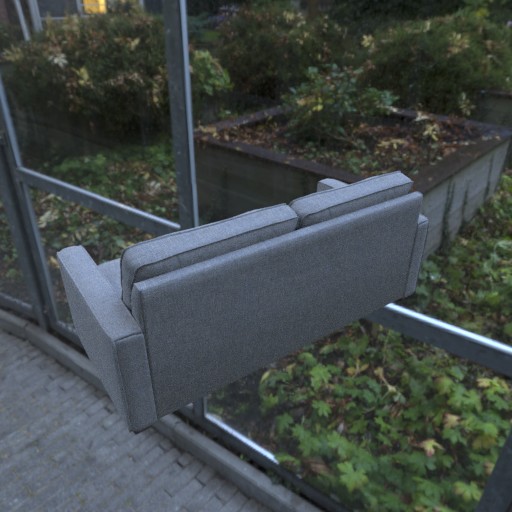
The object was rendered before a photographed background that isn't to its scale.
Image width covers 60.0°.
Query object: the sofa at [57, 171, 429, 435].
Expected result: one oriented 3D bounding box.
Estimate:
[{"bbox_3d":[0.000,0.000,2.681,2.078,0.918,0.945,-19,35,-30],"label":"sofa"}]
